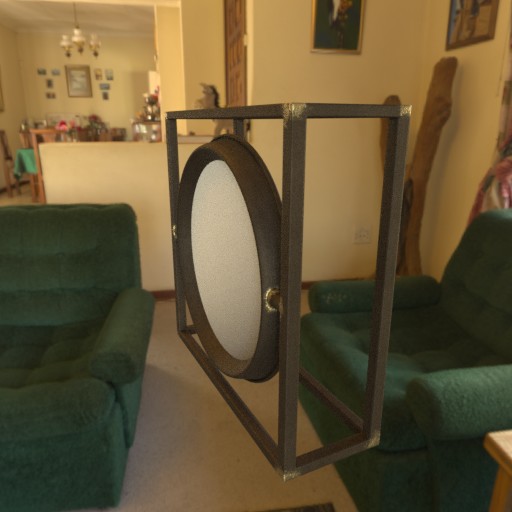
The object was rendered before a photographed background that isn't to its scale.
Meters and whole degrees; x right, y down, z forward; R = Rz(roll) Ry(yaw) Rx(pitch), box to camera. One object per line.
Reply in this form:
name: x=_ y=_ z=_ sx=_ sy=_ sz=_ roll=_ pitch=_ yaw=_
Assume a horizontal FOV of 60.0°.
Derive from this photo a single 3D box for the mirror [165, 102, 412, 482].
mirror: x=0.000 y=0.000 z=0.482 sx=0.107 sy=0.303 sz=0.306 roll=-8 pitch=19 yaw=-25
